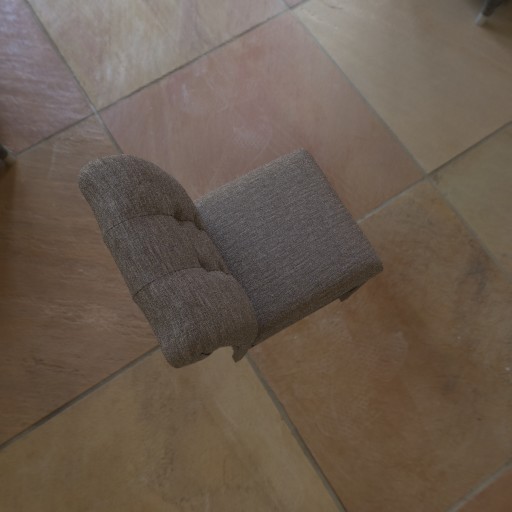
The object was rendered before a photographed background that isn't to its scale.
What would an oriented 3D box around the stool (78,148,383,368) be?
[{"bbox_3d":[0.000,0.000,1.317,0.611,0.970,0.457,-29,76,-8],"label":"stool"}]
